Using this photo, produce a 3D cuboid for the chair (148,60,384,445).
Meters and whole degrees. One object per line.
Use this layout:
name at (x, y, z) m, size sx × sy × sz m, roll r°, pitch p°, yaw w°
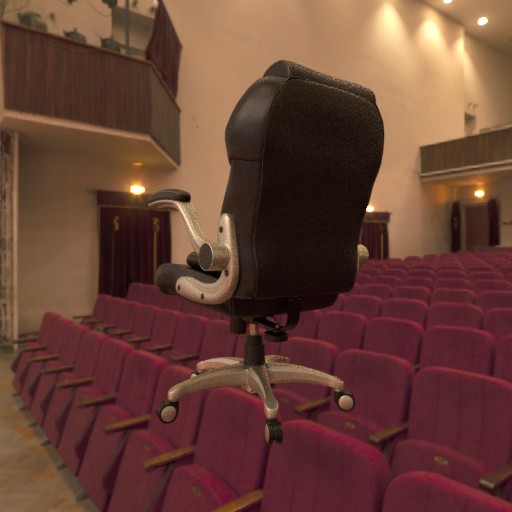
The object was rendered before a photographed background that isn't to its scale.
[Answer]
chair at (0.000, 0.000, 1.657) m, size 0.724 × 1.141 × 0.801 m, roll 0°, pitch 1°, yaw -37°
